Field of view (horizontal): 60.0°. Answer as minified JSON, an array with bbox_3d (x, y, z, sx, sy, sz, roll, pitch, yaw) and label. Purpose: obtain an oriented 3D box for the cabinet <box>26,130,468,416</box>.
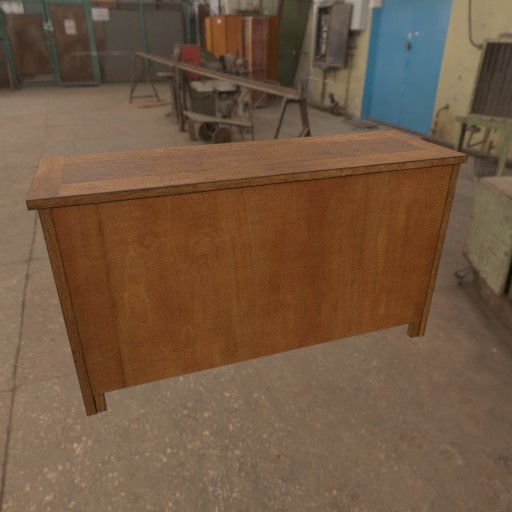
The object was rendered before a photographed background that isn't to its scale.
[{"bbox_3d":[0.000,0.000,1.790,1.474,0.813,0.480,-9,28,-17],"label":"cabinet"}]
